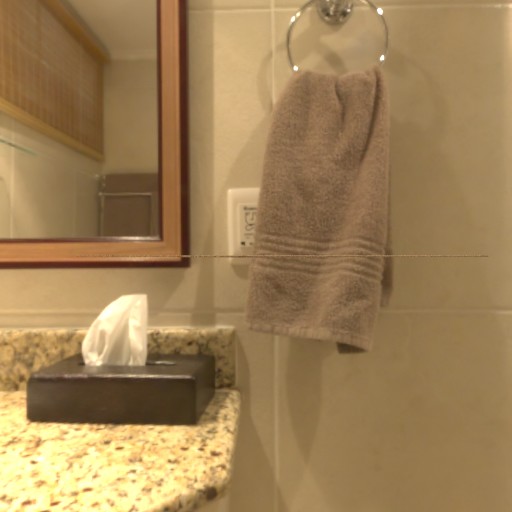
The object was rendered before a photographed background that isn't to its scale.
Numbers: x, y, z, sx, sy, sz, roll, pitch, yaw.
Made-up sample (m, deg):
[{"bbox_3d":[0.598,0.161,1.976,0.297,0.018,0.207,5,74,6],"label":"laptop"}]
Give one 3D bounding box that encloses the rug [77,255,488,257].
[{"bbox_3d":[0.000,0.000,3.893,2.313,0.009,2.939,0,0,-36],"label":"rug"}]
